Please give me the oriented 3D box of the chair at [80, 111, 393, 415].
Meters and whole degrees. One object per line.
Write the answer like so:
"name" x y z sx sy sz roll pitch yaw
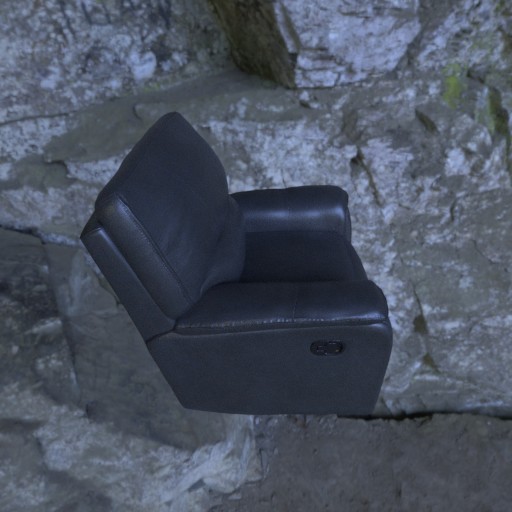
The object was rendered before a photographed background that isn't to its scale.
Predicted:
"chair" 0.000 0.000 1.994 1.087 1.109 1.096 0 32 1
